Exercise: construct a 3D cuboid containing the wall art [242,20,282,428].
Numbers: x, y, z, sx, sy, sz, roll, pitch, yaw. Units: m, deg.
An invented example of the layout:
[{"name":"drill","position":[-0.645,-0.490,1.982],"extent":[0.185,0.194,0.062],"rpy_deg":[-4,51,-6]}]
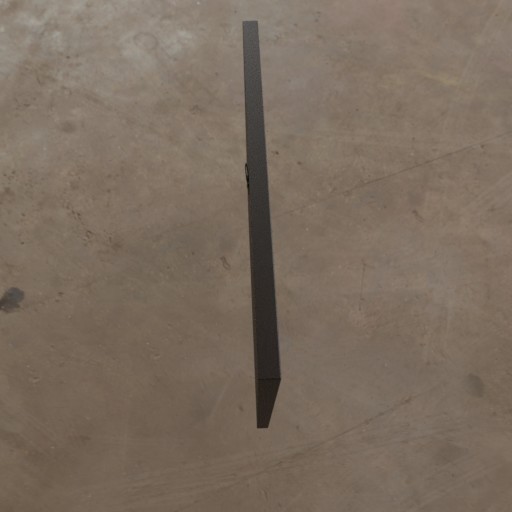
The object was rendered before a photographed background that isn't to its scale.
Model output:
[{"name":"wall art","position":[0.000,0.000,1.199],"extent":[0.043,0.807,0.805],"rpy_deg":[-2,64,-1]}]
